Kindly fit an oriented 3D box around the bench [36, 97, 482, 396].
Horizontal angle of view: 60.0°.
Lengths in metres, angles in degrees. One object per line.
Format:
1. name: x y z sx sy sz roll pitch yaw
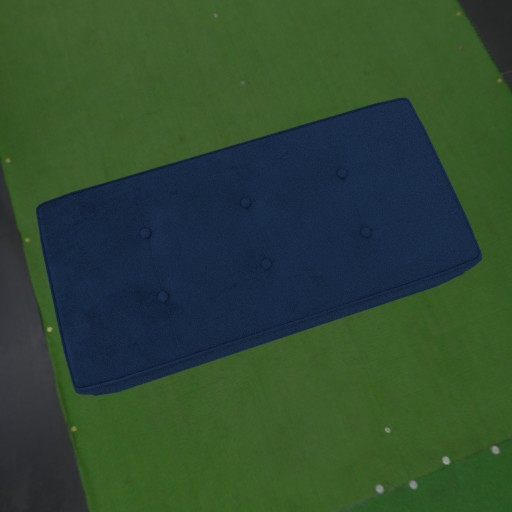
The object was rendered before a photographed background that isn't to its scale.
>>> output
1. bench: 0.000 0.000 1.279 1.010 0.467 0.489 -17 76 -5
